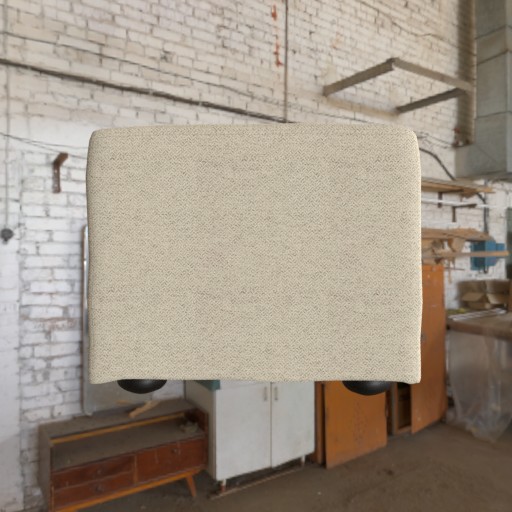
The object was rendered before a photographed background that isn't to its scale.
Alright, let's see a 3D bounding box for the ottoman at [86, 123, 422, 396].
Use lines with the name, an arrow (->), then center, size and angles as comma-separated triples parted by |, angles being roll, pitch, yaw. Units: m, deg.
ottoman -> 0.000, 0.000, 0.920 | 0.521, 0.453, 0.512 | 0, 1, 1
